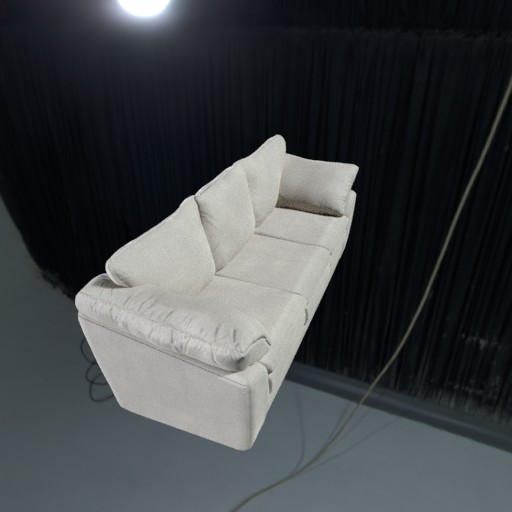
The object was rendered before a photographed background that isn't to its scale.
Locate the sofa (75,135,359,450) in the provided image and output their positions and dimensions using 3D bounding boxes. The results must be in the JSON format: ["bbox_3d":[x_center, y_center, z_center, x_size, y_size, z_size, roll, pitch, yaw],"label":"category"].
[{"bbox_3d":[0.000,0.000,2.856,0.878,0.996,2.334,11,32,19],"label":"sofa"}]
